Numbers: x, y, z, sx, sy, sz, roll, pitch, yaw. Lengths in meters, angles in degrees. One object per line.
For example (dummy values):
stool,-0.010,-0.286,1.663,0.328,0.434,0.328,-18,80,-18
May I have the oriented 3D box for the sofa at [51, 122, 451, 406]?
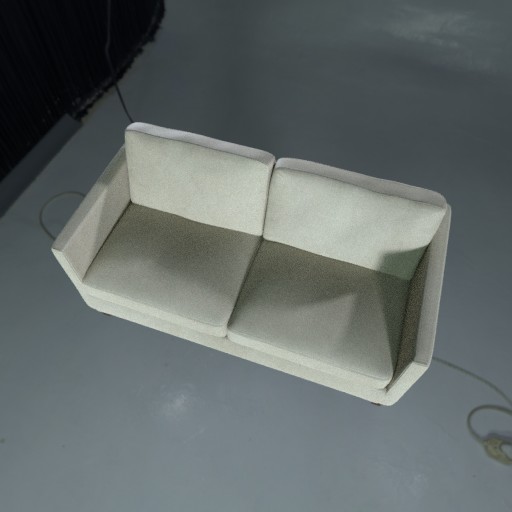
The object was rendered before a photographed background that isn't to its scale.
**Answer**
sofa,0.000,0.000,2.427,1.846,0.940,0.950,16,58,10
